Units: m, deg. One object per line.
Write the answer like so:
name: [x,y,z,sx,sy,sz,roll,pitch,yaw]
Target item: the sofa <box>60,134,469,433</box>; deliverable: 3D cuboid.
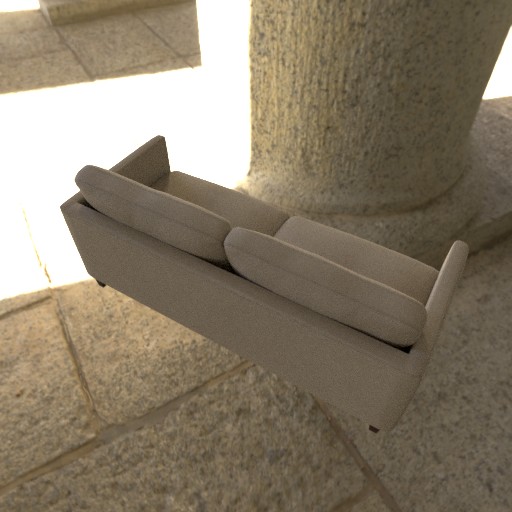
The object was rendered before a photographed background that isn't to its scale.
sofa: [0.000,0.000,2.678,2.181,0.932,0.948,23,51,20]
